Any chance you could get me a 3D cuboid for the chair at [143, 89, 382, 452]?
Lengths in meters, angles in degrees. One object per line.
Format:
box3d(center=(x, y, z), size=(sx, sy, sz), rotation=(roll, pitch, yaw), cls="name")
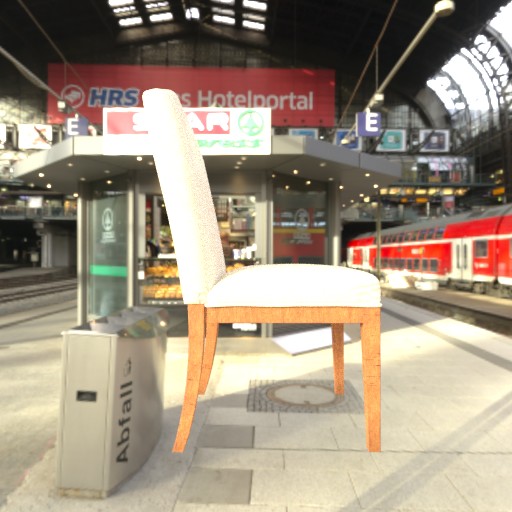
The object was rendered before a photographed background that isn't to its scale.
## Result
box3d(center=(0.000, 0.000, 1.394), size=(0.648, 1.012, 0.534), rotation=(0, 0, 0), cls="chair")
